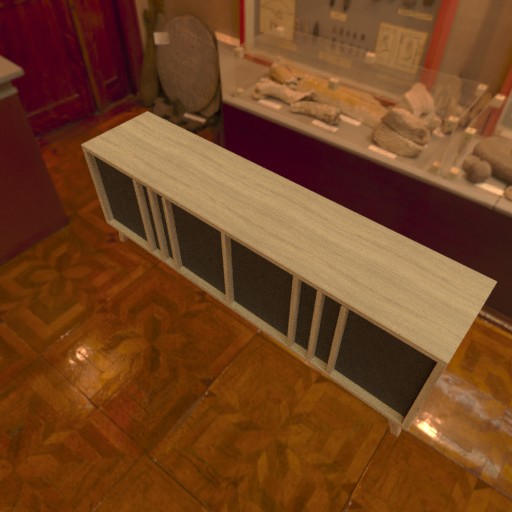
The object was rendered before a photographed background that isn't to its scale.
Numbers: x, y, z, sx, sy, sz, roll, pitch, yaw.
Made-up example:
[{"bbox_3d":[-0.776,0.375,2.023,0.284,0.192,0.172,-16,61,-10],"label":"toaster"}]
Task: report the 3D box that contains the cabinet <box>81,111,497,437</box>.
[{"bbox_3d":[0.000,0.000,2.474,2.198,0.779,0.499,31,54,26],"label":"cabinet"}]
